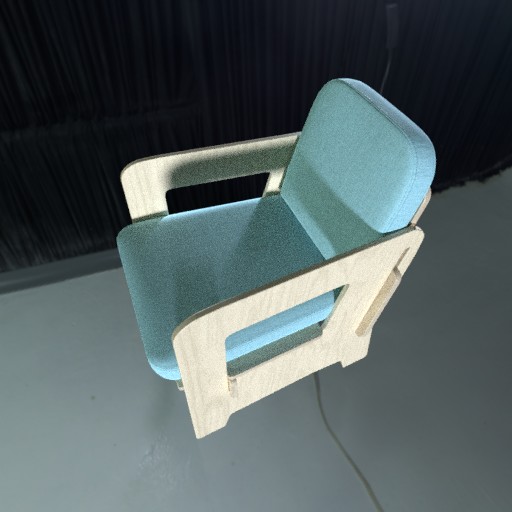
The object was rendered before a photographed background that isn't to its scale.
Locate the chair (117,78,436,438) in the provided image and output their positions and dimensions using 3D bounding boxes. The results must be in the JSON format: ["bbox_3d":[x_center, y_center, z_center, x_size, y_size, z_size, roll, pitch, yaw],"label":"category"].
[{"bbox_3d":[0.000,0.000,1.247,0.710,0.800,0.590,-16,49,-15],"label":"chair"}]
